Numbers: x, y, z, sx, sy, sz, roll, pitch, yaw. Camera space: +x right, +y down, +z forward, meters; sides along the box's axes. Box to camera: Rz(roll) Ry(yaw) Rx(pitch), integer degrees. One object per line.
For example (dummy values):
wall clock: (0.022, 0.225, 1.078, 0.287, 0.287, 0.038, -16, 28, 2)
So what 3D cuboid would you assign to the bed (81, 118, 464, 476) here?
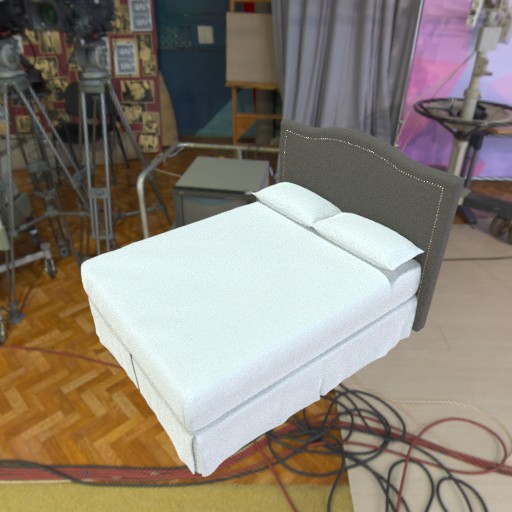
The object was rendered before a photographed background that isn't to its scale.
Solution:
bed: (0.000, 0.000, 3.103, 2.036, 1.387, 1.666, -23, 39, -31)
